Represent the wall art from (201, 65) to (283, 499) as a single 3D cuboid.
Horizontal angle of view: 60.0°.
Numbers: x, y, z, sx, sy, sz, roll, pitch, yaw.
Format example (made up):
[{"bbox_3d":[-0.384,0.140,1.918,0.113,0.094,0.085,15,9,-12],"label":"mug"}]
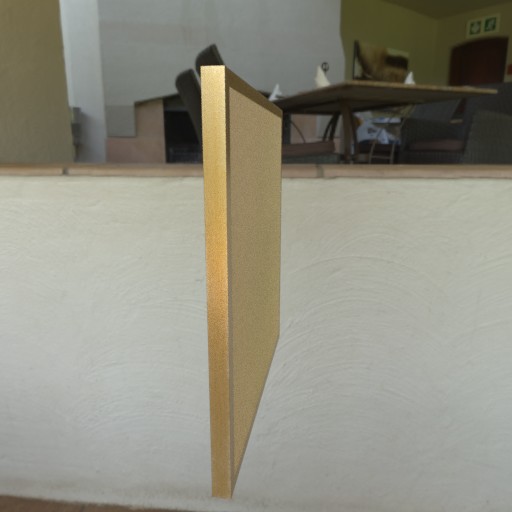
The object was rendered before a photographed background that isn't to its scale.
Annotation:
[{"bbox_3d":[0.000,0.000,1.113,0.037,0.760,0.762,2,13,10],"label":"wall art"}]
